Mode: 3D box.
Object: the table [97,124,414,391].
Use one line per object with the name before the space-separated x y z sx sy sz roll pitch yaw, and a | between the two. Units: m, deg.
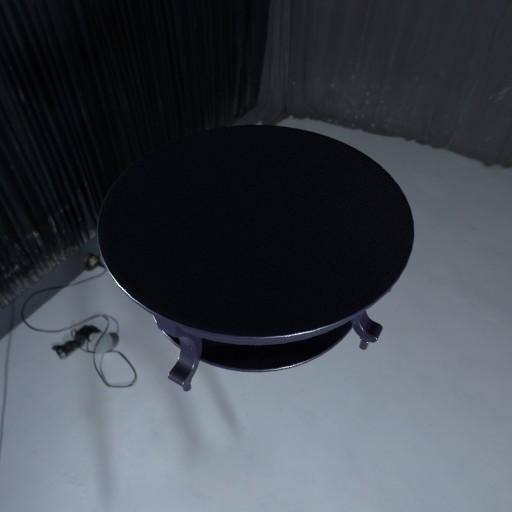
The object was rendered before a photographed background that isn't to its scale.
table | 0.000 0.000 1.649 1.029 0.491 1.029 0 47 0
